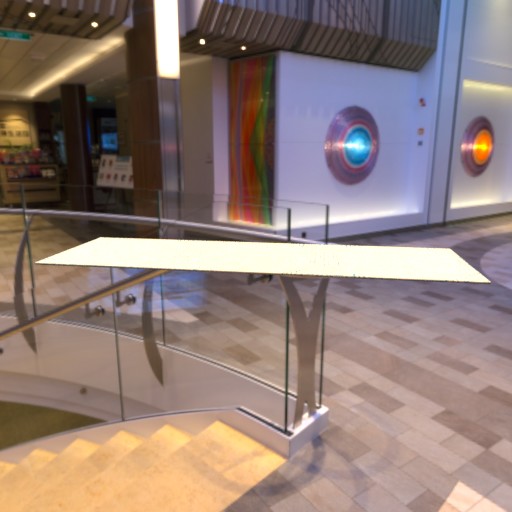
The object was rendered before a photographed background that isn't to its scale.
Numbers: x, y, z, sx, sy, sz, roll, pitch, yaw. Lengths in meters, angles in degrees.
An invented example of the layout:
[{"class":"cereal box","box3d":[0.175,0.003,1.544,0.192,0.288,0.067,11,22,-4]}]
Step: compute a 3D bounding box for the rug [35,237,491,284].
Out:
[{"class":"rug","box3d":[0.000,0.000,2.721,2.452,0.012,0.775,2,14,9]}]
